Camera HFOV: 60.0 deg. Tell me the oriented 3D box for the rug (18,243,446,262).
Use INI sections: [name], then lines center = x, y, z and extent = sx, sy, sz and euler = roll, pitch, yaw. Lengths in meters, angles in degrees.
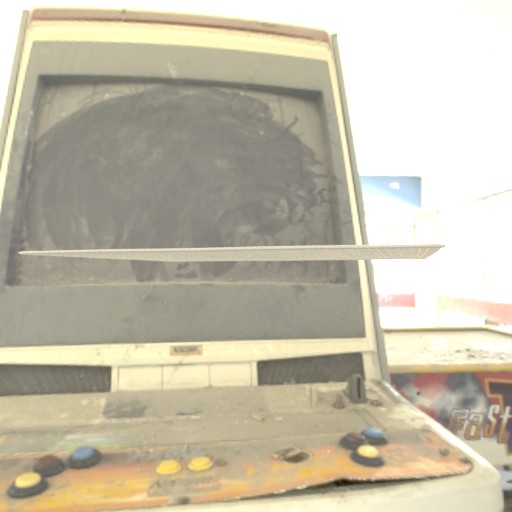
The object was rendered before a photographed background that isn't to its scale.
[rug]
center = 0.000, 0.000, 4.106
extent = 3.066, 0.030, 2.462
euler = -1, -2, 18
